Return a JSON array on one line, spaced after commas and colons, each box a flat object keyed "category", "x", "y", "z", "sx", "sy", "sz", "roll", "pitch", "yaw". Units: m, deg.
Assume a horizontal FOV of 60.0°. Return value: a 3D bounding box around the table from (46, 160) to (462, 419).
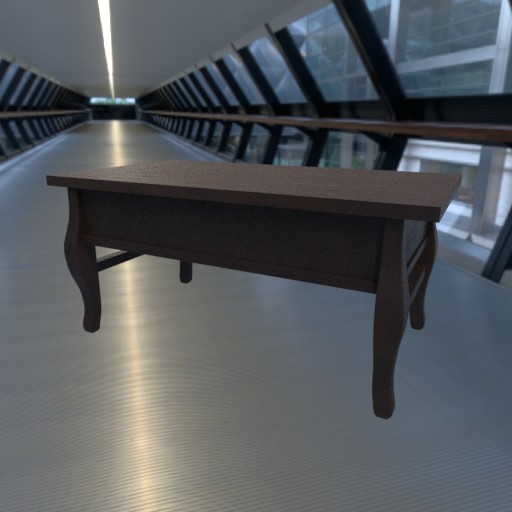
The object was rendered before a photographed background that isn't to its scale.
[{"category": "table", "x": 0.000, "y": 0.000, "z": 1.360, "sx": 1.062, "sy": 0.494, "sz": 0.600, "roll": 9, "pitch": 19, "yaw": 26}]
